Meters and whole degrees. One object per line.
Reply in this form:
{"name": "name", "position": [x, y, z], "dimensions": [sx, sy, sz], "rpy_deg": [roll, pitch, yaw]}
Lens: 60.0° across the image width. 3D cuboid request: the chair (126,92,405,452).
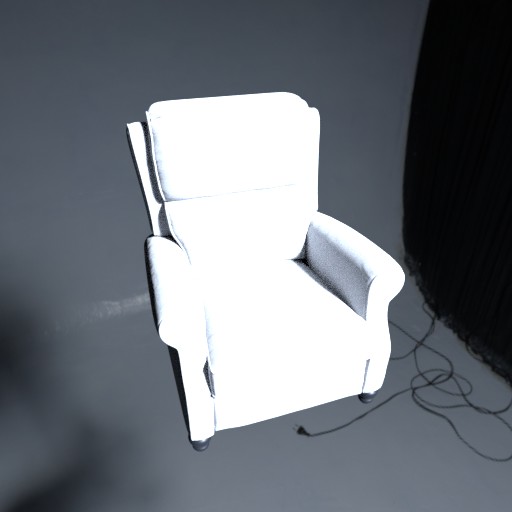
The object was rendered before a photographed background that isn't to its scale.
{"name": "chair", "position": [0.000, 0.000, 1.735], "dimensions": [0.859, 1.046, 0.919], "rpy_deg": [-10, 34, -15]}
